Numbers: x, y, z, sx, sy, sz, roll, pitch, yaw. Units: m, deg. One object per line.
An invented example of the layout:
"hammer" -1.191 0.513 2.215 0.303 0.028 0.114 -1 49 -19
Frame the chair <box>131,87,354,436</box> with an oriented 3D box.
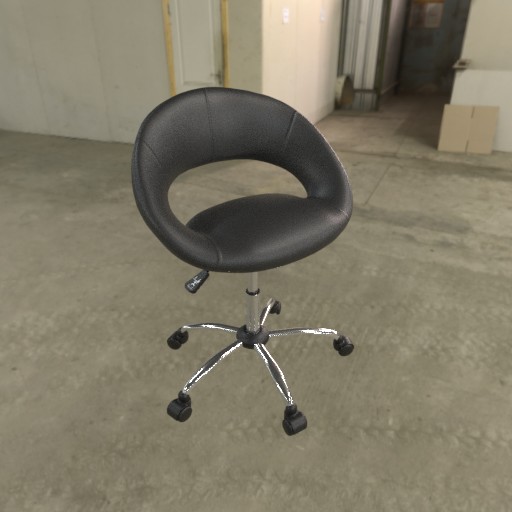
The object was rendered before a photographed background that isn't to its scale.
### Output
"chair" 0.000 0.000 1.173 0.612 0.791 0.538 -20 35 -32
